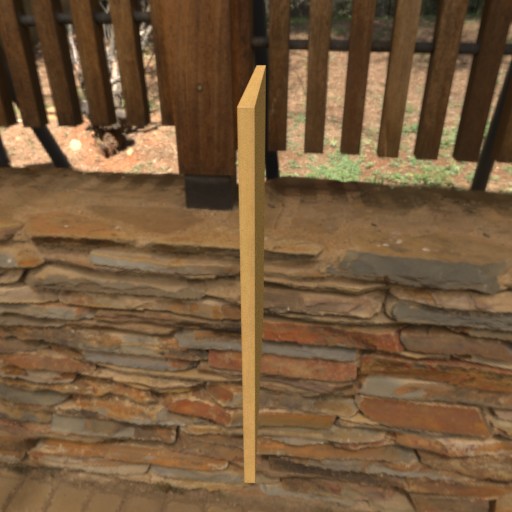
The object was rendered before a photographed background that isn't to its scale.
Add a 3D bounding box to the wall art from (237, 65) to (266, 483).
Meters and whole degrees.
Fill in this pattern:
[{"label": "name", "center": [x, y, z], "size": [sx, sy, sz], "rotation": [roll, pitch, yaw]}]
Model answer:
[{"label": "wall art", "center": [0.000, 0.000, 1.347], "size": [0.030, 1.002, 0.798], "rotation": [1, 28, 2]}]
